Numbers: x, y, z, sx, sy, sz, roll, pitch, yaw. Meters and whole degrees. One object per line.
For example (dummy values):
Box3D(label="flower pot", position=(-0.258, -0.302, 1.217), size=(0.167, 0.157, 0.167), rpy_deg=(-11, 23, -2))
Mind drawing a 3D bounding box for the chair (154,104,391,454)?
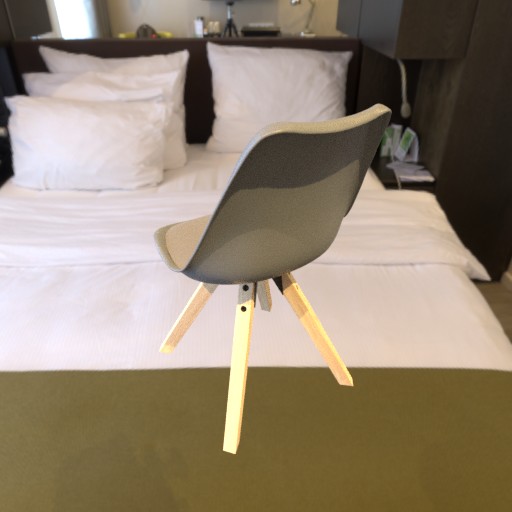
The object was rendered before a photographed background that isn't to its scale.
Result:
Box3D(label="chair", position=(0.000, 0.000, 1.177), size=(0.485, 0.850, 0.550), rpy_deg=(-19, 37, -28))
